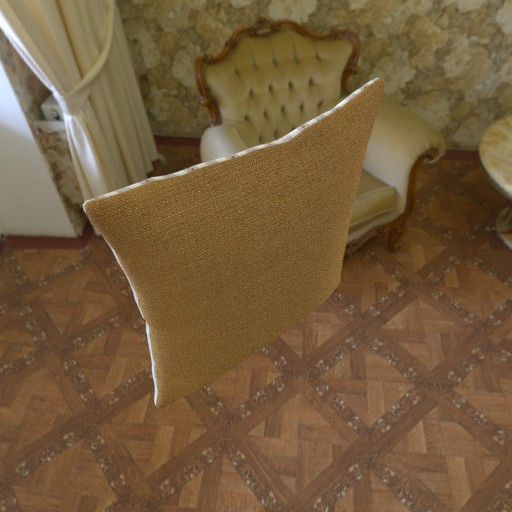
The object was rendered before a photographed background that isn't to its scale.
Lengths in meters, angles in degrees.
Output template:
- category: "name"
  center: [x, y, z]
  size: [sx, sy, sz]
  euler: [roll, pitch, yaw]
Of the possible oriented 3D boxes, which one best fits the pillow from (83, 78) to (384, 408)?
- category: "pillow"
  center: [0.000, 0.000, 0.666]
  size: [0.432, 0.437, 0.147]
  euler: [-32, 54, -26]
